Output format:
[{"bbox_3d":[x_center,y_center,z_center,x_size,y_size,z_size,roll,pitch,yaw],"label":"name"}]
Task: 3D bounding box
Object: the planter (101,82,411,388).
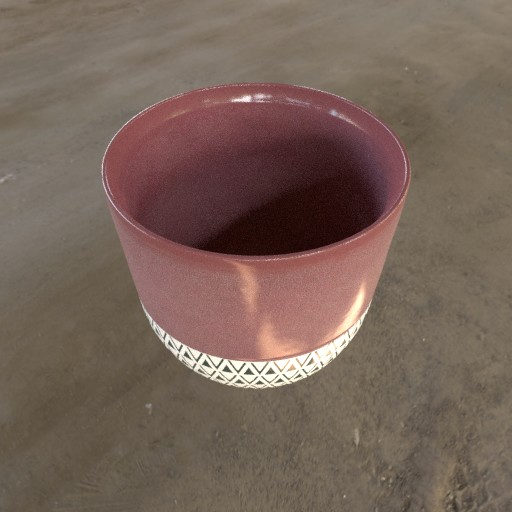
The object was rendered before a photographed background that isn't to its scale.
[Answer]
[{"bbox_3d":[0.000,0.000,0.487,0.266,0.270,0.266,0,46,0],"label":"planter"}]
